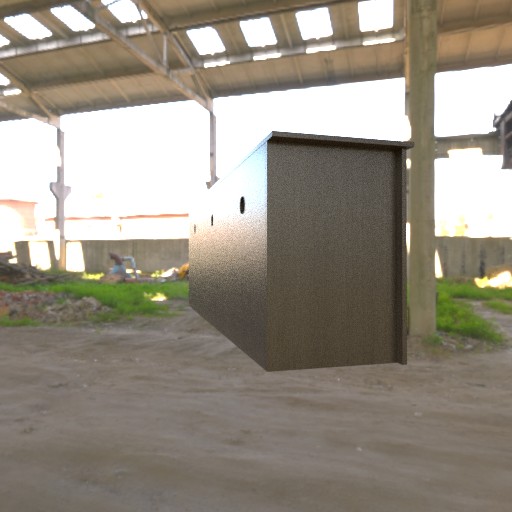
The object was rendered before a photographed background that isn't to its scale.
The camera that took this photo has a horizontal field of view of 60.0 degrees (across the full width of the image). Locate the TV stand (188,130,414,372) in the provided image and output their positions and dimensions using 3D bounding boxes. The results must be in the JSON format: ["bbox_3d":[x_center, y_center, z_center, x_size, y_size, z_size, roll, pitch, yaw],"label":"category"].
[{"bbox_3d":[0.000,0.000,2.009,0.406,0.610,1.778,0,0,-15],"label":"TV stand"}]
